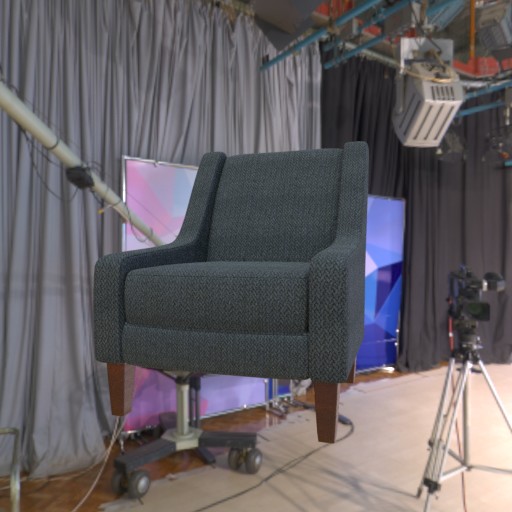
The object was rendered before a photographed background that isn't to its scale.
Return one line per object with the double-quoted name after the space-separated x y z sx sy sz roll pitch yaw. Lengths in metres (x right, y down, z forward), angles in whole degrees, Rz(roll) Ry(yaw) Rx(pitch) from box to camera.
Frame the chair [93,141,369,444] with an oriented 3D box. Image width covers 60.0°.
0.000 0.000 1.699 0.793 1.012 0.944 0 1 17 "chair"
